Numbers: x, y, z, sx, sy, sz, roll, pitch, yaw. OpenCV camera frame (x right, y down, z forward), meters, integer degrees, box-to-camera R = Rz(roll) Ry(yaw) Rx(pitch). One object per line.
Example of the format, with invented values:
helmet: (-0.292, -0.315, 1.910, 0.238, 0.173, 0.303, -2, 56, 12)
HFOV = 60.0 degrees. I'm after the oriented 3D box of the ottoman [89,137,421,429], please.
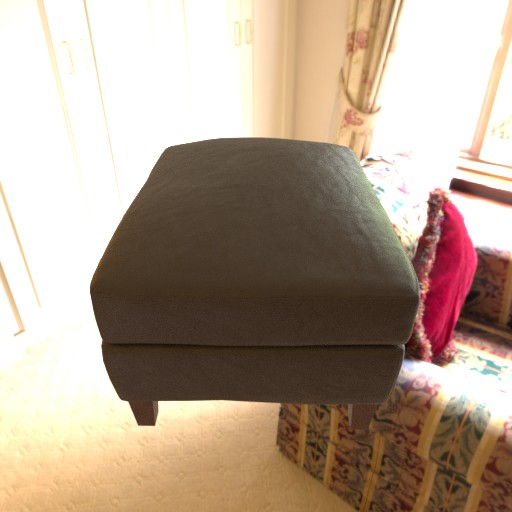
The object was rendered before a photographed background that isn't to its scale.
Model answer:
ottoman: (0.000, 0.000, 1.275, 0.659, 0.529, 0.887, 0, 32, 1)
